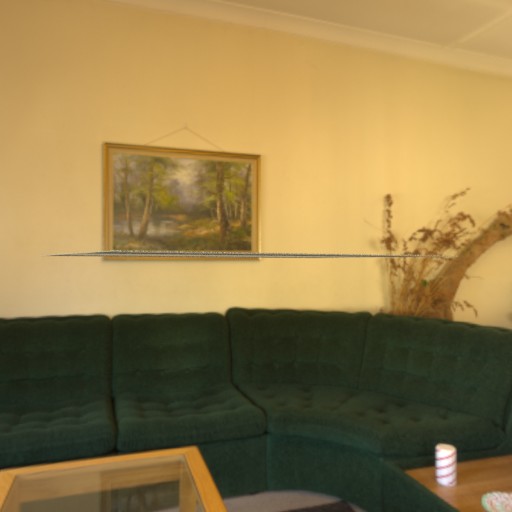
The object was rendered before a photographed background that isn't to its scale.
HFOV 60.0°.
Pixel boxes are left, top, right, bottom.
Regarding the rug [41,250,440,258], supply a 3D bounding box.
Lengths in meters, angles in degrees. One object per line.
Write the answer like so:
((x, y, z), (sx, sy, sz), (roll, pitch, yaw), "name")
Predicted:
((0.000, 0.000, 3.041), (2.453, 0.003, 1.519), (1, -1, -36), "rug")
